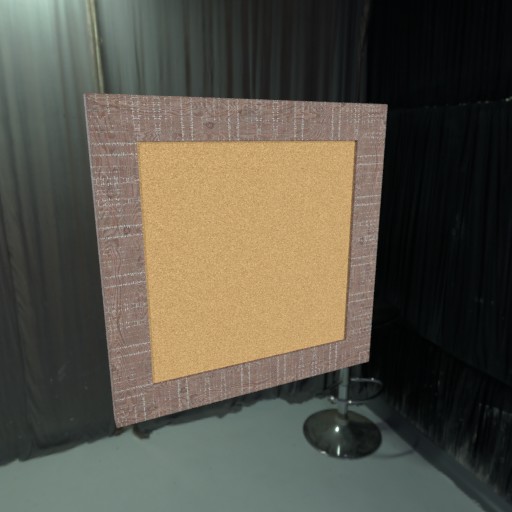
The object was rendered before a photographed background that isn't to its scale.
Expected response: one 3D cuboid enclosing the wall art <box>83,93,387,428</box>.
[{"bbox_3d":[0.000,0.000,0.799,0.531,0.531,0.029,-7,17,-25],"label":"wall art"}]
